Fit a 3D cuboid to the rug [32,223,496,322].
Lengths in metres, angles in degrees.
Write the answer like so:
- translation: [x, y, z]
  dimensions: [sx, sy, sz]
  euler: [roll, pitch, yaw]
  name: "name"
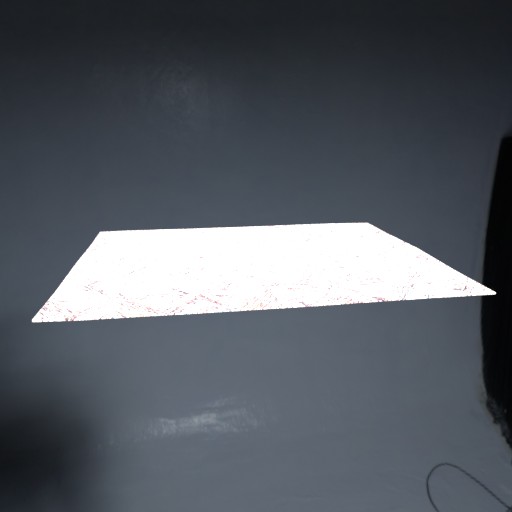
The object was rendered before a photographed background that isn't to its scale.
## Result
- translation: [0.000, 0.000, 4.147]
  dimensions: [3.226, 0.024, 2.436]
  euler: [-3, 17, -8]
  name: "rug"
